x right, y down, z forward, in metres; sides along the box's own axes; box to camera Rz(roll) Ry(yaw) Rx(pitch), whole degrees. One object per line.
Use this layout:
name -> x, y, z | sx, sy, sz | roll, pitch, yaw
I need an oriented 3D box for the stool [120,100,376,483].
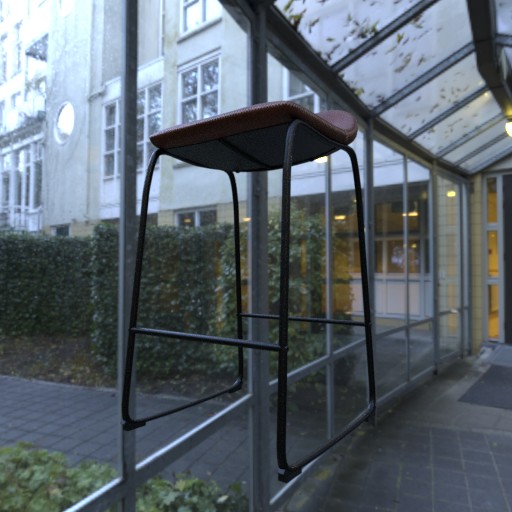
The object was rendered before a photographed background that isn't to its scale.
stool -> 0.000, 0.000, 1.115 | 0.454, 0.830, 0.473 | -1, -2, 35
